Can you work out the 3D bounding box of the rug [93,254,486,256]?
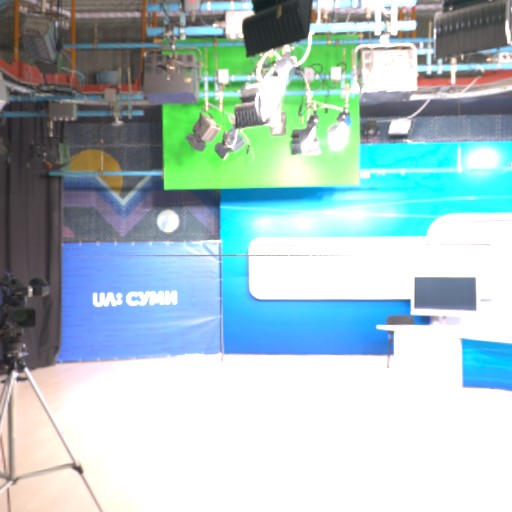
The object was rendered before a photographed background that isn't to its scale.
[{"bbox_3d":[0.000,0.000,3.926,2.391,0.005,2.880,0,0,-37],"label":"rug"}]
